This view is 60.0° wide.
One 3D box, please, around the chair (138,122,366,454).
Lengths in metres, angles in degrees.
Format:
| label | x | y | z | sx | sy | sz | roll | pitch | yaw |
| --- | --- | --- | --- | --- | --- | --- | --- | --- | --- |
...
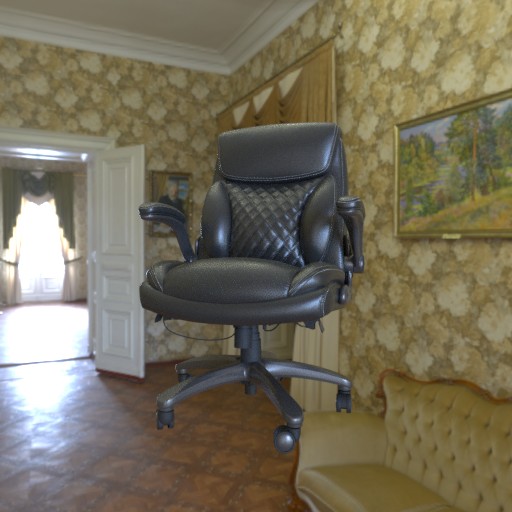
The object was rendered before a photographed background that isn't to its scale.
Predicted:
| label | x | y | z | sx | sy | sz | roll | pitch | yaw |
| --- | --- | --- | --- | --- | --- | --- | --- | --- | --- |
| chair | 0.000 | 0.000 | 1.631 | 0.782 | 1.110 | 0.724 | 0 | 1 | 18 |
